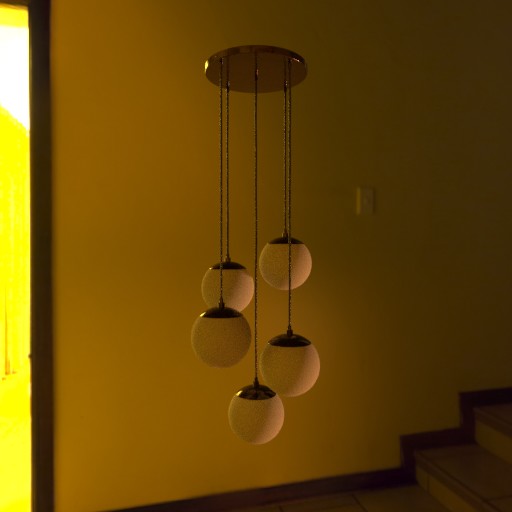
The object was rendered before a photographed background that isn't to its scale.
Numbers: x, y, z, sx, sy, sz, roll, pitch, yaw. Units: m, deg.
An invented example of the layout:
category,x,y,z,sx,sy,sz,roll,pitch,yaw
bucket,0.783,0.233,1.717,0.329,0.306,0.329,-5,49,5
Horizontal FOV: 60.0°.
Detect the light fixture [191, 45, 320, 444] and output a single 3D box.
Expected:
category,x,y,z,sx,sy,sz,roll,pitch,yaw
light fixture,0.000,0.000,1.505,0.489,1.271,0.484,0,1,-35
